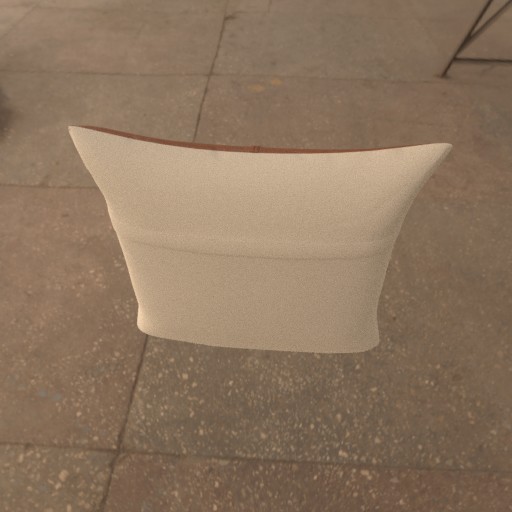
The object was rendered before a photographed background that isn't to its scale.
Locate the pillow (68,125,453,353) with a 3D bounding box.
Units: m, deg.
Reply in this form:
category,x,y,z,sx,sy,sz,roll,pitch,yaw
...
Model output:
category,x,y,z,sx,sy,sz,roll,pitch,yaw
pillow,0.000,0.000,0.751,0.501,0.477,0.192,4,47,3
